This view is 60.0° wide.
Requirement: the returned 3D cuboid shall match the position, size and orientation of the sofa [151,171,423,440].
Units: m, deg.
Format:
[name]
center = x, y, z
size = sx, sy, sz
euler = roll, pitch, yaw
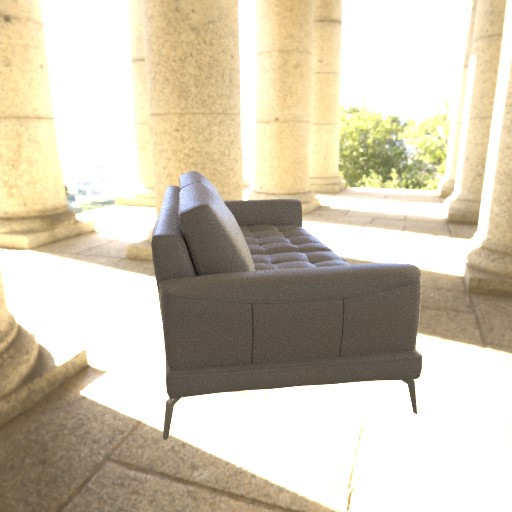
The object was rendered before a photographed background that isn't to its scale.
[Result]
[sofa]
center = 0.000, 0.000, 2.743
size = 1.121, 0.930, 2.177
euler = -2, 16, -9
